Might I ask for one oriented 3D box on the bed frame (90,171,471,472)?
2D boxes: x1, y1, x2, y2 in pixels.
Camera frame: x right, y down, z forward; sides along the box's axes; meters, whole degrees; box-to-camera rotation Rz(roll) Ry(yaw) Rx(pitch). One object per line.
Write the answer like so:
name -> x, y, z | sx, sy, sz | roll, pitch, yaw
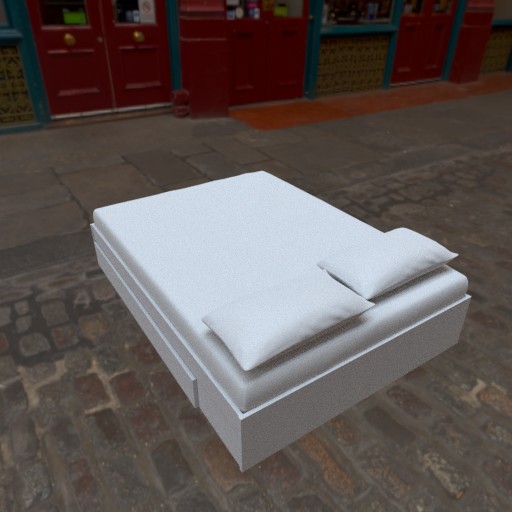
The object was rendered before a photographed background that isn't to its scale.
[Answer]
bed frame -> 0.000, 0.000, 2.687 | 1.450, 0.629, 1.950 | -19, 35, -28
